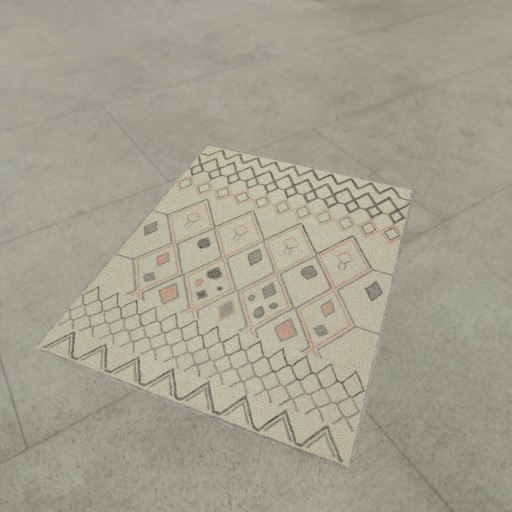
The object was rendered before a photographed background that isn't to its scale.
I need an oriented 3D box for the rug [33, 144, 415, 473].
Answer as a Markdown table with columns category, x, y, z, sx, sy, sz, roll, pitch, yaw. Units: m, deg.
| category | x | y | z | sx | sy | sz | roll | pitch | yaw |
| --- | --- | --- | --- | --- | --- | --- | --- | --- | --- |
| rug | 0.000 | 0.000 | 4.021 | 2.441 | 0.016 | 3.050 | 16 | 48 | 15 |
